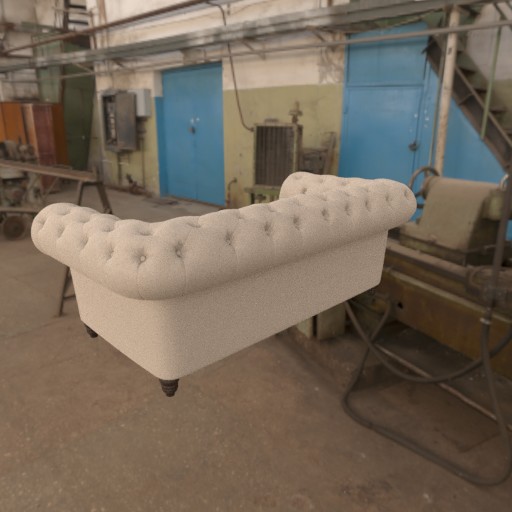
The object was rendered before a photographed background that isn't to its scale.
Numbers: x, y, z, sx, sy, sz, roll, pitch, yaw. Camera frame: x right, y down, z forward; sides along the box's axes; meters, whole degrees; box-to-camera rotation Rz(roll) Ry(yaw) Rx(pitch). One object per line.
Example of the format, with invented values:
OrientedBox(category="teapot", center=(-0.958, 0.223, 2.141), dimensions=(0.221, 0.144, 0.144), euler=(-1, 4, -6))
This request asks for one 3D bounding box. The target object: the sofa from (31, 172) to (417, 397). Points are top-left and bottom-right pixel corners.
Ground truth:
OrientedBox(category="sofa", center=(0.000, 0.000, 2.453), dimensions=(1.998, 0.764, 0.986), euler=(-16, 24, -42))
